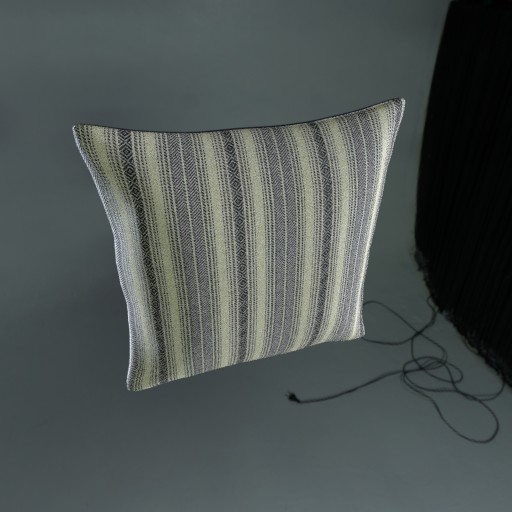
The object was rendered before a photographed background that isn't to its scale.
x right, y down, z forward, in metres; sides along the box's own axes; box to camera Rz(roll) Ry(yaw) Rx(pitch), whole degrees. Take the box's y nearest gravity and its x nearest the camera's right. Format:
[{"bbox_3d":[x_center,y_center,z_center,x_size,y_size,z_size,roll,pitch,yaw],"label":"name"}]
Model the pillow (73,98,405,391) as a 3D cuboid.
[{"bbox_3d":[0.000,0.000,0.791,0.520,0.508,0.166,-10,33,-15],"label":"pillow"}]
